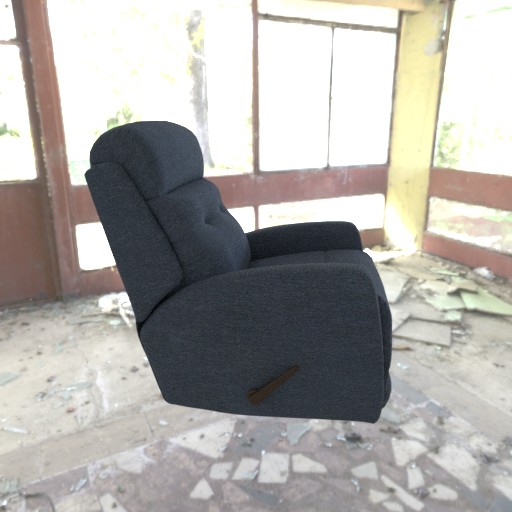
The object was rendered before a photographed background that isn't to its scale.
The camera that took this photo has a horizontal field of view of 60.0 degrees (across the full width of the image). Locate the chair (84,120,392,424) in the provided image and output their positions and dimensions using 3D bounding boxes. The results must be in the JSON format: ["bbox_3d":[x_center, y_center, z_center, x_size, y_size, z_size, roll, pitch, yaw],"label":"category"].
[{"bbox_3d":[0.000,0.000,1.732,1.043,1.013,0.798,3,17,8],"label":"chair"}]
